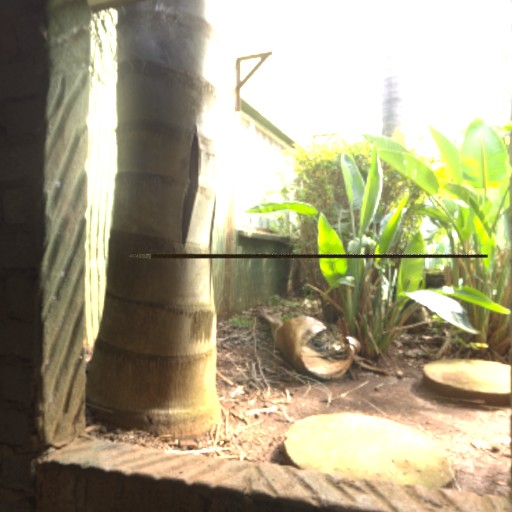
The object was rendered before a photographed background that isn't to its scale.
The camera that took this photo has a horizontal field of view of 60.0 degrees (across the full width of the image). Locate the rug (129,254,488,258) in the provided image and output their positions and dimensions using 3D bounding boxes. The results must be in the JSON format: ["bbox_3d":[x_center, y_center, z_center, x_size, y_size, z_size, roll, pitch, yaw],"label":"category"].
[{"bbox_3d":[0.000,0.000,2.912,1.532,0.018,2.297,0,0,-18],"label":"rug"}]
